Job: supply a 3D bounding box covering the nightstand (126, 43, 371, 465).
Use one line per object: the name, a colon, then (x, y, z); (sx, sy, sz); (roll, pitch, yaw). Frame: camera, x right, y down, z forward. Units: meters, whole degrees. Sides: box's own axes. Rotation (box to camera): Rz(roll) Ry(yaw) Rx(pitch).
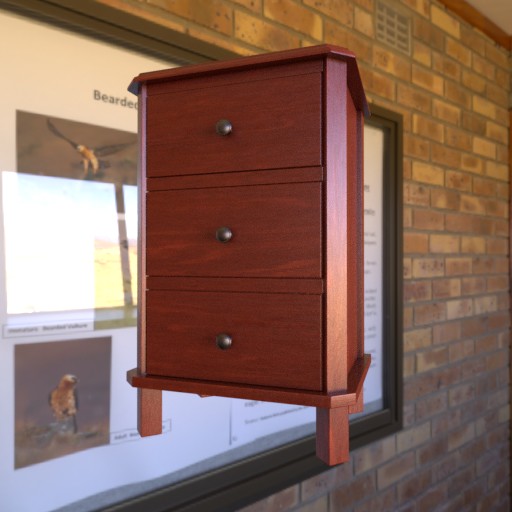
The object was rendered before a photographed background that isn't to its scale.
nightstand: (0.000, 0.000, 0.917); (0.435, 0.681, 0.351); (0, -1, 19)
